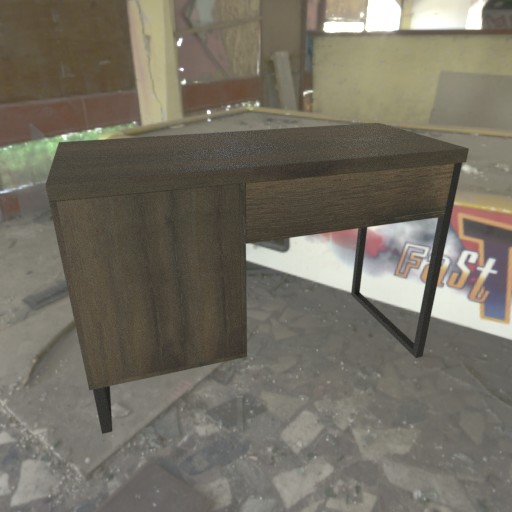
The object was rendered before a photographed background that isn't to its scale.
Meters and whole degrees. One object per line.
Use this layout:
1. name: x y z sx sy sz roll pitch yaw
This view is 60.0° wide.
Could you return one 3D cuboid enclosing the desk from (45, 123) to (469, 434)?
1. desk: 0.000 0.000 1.504 1.134 0.752 0.511 -8 27 -17
